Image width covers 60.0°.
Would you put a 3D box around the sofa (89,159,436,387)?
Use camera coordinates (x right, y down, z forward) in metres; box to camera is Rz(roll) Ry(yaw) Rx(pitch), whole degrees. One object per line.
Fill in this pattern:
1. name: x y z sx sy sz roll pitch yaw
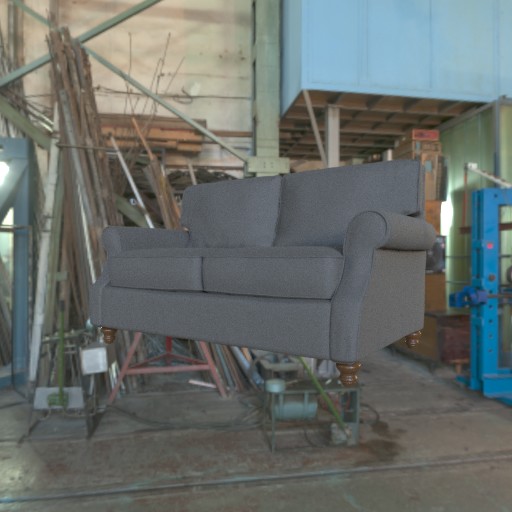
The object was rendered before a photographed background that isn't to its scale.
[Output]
1. sofa: 0.000 0.000 2.308 1.665 0.937 0.964 0 0 35
